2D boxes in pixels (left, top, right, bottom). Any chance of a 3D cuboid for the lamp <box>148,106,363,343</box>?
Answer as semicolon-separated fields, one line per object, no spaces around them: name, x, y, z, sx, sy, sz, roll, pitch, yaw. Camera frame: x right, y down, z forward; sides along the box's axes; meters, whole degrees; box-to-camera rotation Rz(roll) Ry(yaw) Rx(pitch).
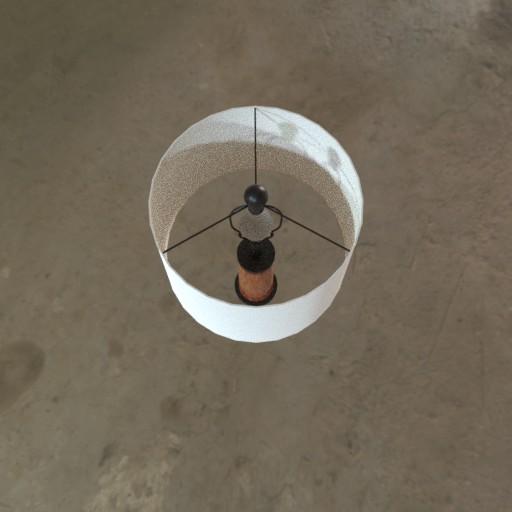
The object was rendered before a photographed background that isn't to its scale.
lamp;0.000;0.000;0.894;0.349;0.667;0.349;0;76;0
